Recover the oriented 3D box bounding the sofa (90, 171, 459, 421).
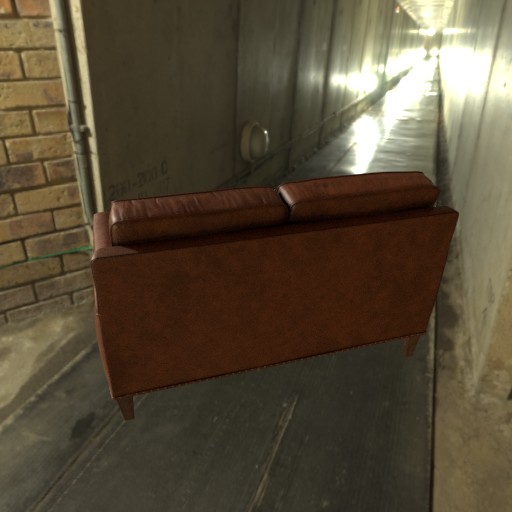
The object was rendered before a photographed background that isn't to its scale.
[{"bbox_3d":[0.000,0.000,2.301,1.628,1.003,1.083,-8,28,-15],"label":"sofa"}]
